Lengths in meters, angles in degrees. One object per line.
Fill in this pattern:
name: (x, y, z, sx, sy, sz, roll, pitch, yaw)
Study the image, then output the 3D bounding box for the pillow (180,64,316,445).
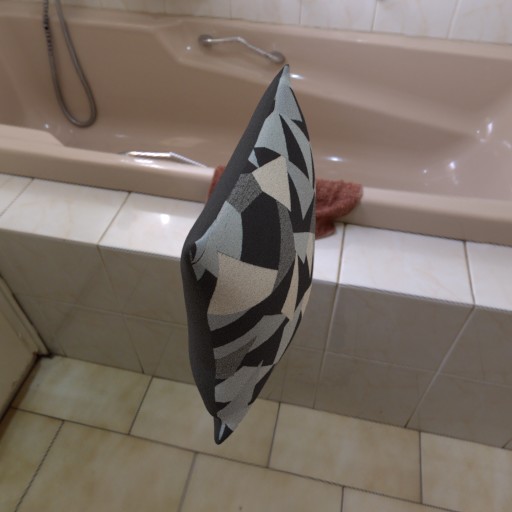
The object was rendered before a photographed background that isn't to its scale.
pillow: (0.000, 0.000, 0.793, 0.208, 0.496, 0.503, 11, 47, 10)
